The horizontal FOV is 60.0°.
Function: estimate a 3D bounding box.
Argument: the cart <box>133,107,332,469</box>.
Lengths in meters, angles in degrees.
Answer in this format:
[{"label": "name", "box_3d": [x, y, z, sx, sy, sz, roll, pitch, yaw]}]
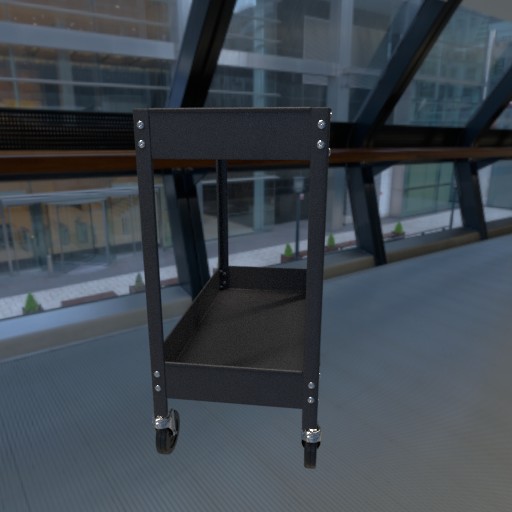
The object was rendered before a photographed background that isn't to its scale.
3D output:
[{"label": "cart", "box_3d": [0.000, 0.000, 1.192, 0.366, 0.719, 0.779, 2, 16, 7]}]
